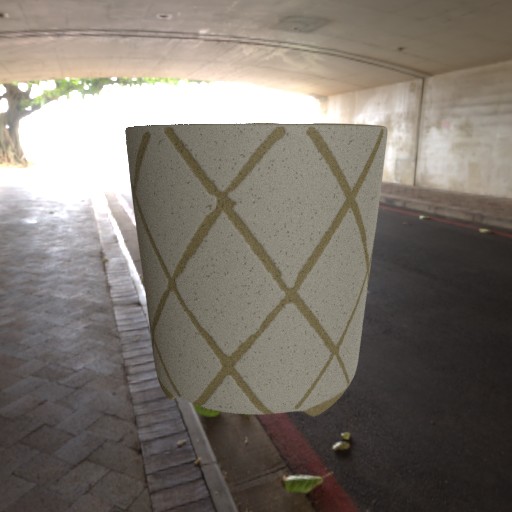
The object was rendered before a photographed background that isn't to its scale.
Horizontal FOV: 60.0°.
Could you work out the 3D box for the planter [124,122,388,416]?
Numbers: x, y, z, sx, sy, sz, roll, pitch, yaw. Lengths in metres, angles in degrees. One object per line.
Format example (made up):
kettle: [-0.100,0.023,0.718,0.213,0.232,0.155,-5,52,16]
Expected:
planter: [0.000,0.000,0.358,0.191,0.199,0.191,0,15,0]
